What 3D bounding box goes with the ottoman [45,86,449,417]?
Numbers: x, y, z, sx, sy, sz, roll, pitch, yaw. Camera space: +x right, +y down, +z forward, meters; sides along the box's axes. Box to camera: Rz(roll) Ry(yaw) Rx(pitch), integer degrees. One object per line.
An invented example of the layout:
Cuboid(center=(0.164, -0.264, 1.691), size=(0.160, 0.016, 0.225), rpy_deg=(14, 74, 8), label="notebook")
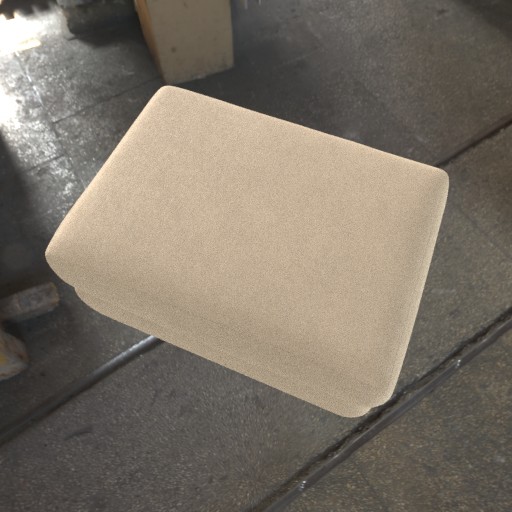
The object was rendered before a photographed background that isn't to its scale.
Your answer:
Cuboid(center=(0.000, 0.000, 1.148), size=(0.773, 0.504, 0.569), rpy_deg=(20, 65, 10), label="ottoman")
